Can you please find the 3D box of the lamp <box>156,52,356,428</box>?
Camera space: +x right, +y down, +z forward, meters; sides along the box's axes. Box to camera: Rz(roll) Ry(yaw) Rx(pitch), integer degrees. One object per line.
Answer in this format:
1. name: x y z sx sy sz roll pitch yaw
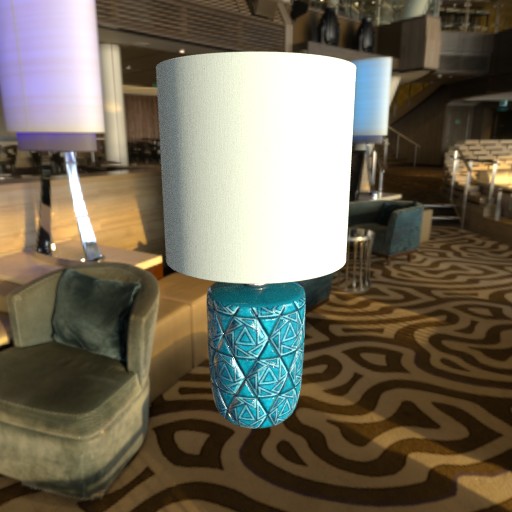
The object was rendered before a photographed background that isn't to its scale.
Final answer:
1. lamp: 0.000 0.000 0.484 0.193 0.377 0.193 3 15 10
